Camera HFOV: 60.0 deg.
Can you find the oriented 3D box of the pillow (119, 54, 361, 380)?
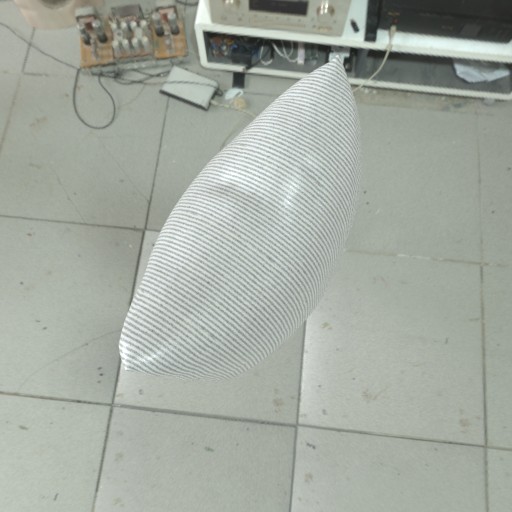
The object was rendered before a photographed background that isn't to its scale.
[{"bbox_3d":[0.000,0.000,0.694,0.387,0.432,0.310,-23,76,-6],"label":"pillow"}]
